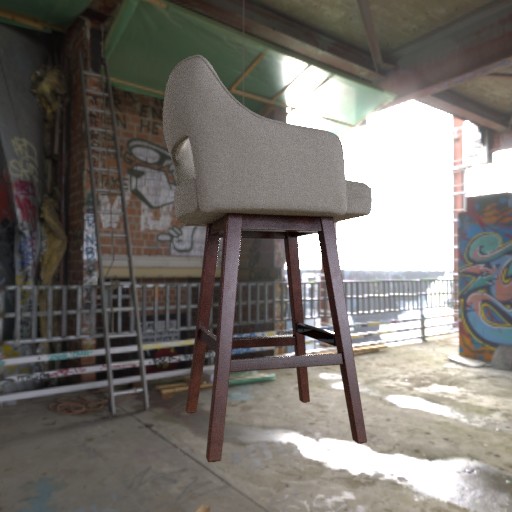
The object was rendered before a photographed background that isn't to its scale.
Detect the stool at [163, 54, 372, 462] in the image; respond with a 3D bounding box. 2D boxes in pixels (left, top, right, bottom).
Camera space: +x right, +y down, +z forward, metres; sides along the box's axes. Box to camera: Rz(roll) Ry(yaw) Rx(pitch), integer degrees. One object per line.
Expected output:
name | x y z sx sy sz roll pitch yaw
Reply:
stool | 0.000 0.000 1.364 0.560 1.041 0.550 1 -2 -16
